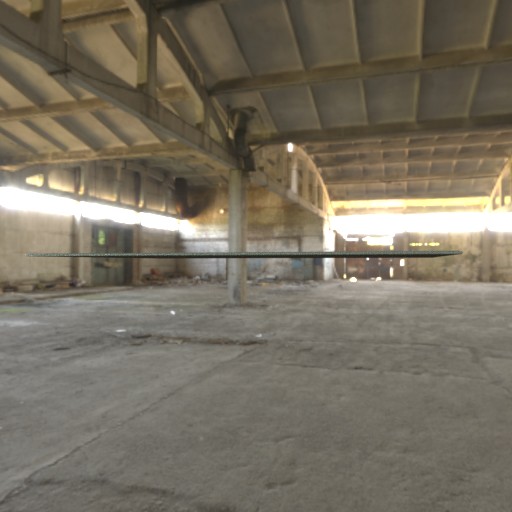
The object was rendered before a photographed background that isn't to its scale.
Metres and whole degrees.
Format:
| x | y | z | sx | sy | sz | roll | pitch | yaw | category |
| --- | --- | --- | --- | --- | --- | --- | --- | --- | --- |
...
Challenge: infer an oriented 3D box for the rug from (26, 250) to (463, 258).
| x | y | z | sx | sy | sz | roll | pitch | yaw | category |
| --- | --- | --- | --- | --- | --- | --- | --- | --- | --- |
| 0.000 | 0.000 | 2.344 | 1.840 | 0.012 | 1.219 | 0 | -1 | 18 | rug |
